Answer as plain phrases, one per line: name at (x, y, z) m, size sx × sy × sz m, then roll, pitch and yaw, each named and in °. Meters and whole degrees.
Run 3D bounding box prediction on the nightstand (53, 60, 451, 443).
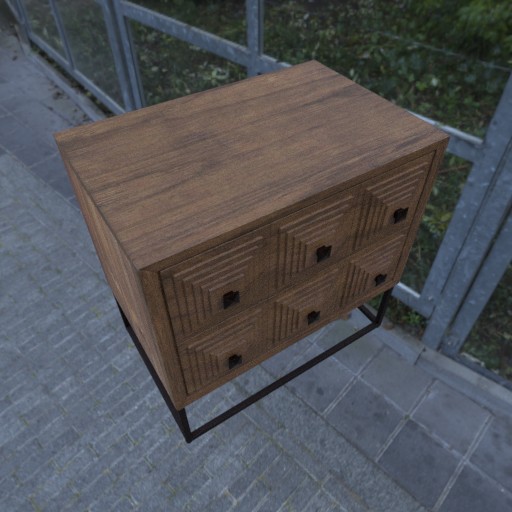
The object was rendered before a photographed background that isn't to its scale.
nightstand at (0.000, 0.000, 1.020) m, size 0.610 × 0.610 × 0.437 m, roll -25°, pitch 51°, yaw -22°
